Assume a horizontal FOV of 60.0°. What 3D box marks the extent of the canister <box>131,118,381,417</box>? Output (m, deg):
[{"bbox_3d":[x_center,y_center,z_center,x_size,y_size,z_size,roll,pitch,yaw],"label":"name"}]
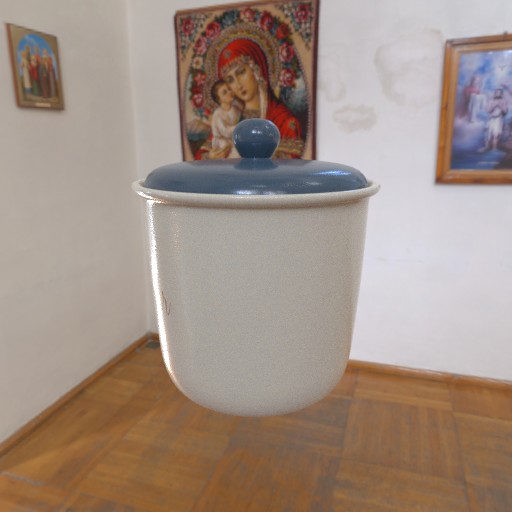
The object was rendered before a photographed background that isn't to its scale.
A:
[{"bbox_3d":[0.000,0.000,0.350,0.182,0.208,0.182,0,15,0],"label":"canister"}]
